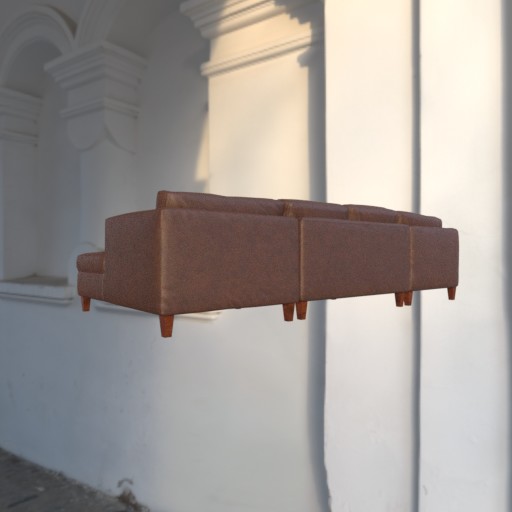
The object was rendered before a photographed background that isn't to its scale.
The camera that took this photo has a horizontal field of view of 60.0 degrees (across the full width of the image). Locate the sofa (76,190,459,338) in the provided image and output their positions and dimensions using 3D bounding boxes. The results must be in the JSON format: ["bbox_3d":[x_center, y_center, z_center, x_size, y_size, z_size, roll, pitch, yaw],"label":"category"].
[{"bbox_3d":[0.000,0.000,4.578,3.460,0.923,2.593,0,0,-39],"label":"sofa"}]
